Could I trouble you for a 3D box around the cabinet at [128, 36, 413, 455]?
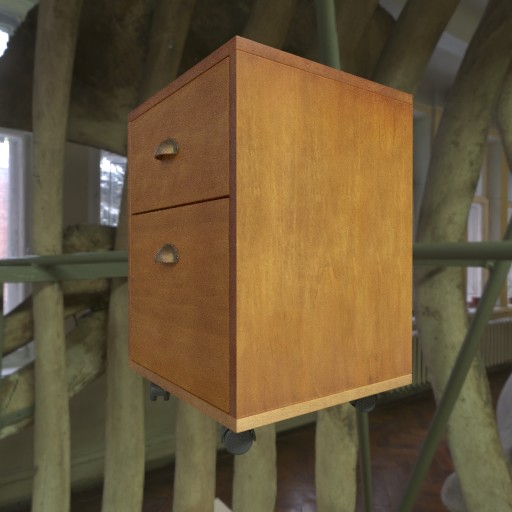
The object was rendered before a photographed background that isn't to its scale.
[{"bbox_3d":[0.000,0.000,0.848,0.401,0.579,0.409,0,1,-36],"label":"cabinet"}]
